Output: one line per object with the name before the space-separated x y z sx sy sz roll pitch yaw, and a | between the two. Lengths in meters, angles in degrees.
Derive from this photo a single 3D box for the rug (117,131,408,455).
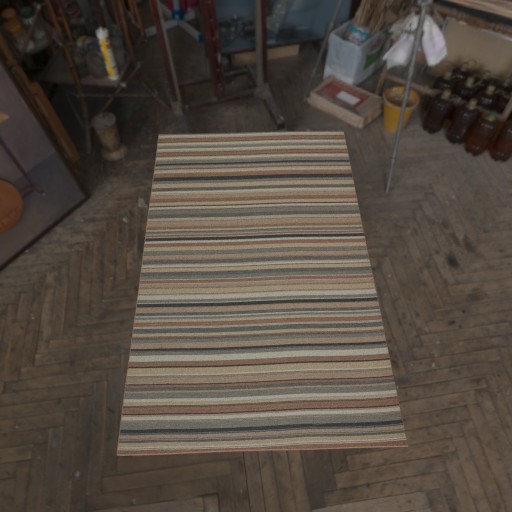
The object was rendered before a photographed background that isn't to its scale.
rug | 0.000 0.000 2.980 1.523 0.014 2.438 -1 57 -1
